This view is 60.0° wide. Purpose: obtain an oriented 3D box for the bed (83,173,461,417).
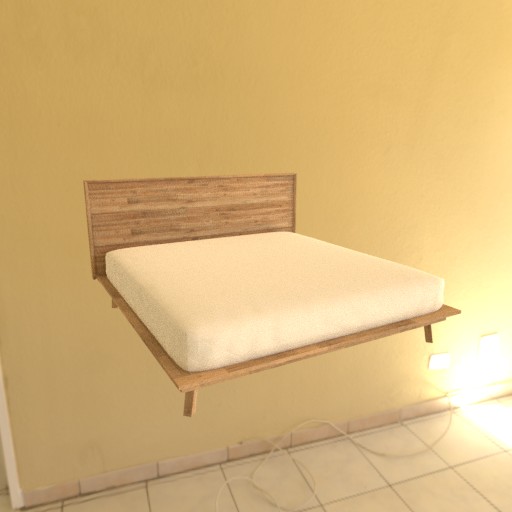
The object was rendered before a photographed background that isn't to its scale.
[{"bbox_3d":[0.000,0.000,3.435,2.116,1.100,2.167,-8,16,-28],"label":"bed"}]
